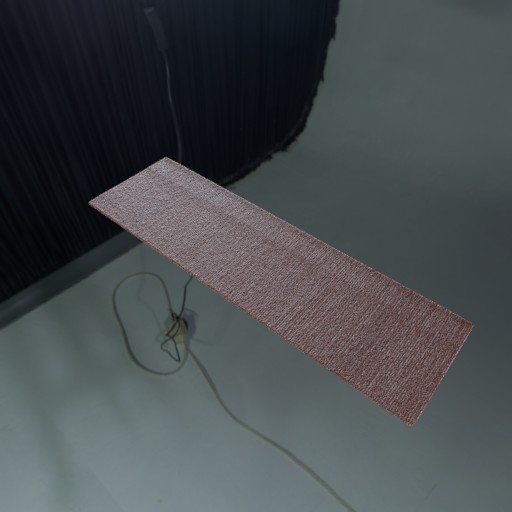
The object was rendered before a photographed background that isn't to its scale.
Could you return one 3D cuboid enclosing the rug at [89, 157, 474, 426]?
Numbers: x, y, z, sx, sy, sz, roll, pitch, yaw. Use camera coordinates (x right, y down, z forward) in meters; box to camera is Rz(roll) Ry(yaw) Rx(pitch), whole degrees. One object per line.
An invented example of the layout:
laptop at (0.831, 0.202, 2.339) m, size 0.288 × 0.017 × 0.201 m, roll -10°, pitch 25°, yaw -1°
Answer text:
rug at (0.000, 0.000, 2.570) m, size 2.307 × 0.012 × 0.687 m, roll 31°, pitch 54°, yaw 26°
